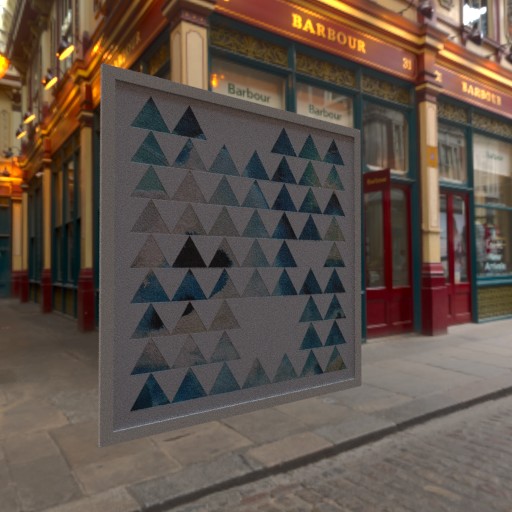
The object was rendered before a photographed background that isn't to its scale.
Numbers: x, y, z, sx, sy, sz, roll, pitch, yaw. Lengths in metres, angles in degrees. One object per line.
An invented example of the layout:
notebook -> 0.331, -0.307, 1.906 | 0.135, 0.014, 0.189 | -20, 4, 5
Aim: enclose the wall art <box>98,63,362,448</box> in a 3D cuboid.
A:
wall art -> 0.000, 0.000, 0.661 | 0.456, 0.456, 0.007 | 1, -1, -36
